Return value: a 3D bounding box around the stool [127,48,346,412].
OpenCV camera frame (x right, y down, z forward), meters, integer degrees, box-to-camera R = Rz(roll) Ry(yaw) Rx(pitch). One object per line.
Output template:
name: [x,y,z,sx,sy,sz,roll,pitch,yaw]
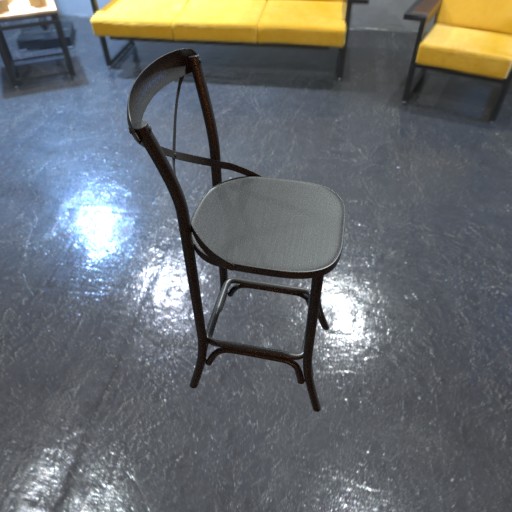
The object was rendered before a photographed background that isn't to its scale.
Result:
stool: [0.000,0.000,1.460,0.584,1.168,0.457,8,45,8]
